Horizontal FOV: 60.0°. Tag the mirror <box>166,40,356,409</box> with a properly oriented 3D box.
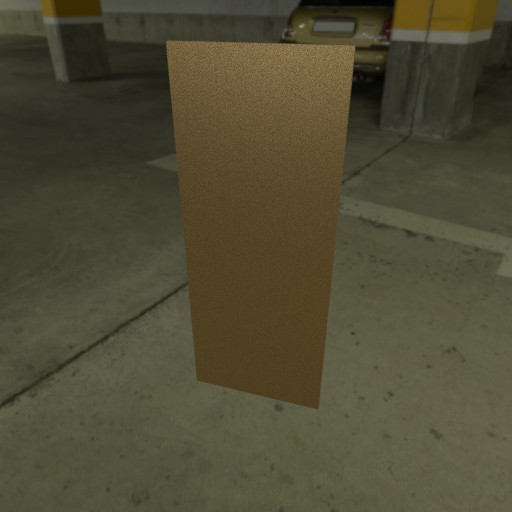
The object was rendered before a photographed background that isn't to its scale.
[{"bbox_3d":[0.000,0.000,2.339,0.812,2.031,0.025,9,31,15],"label":"mirror"}]
